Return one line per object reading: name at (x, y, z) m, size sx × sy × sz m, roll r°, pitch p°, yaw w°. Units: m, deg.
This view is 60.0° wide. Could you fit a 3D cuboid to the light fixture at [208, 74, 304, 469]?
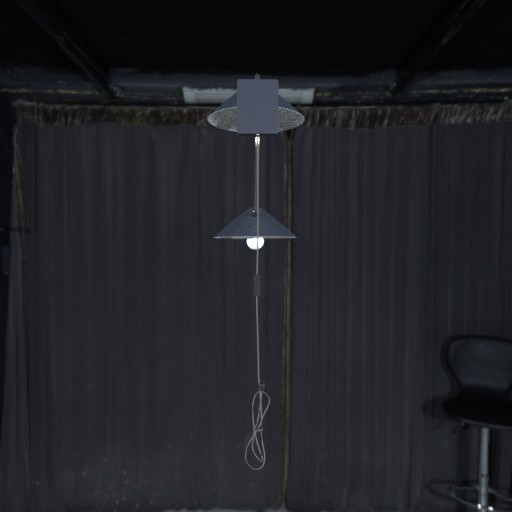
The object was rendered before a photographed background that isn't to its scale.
light fixture at (0.000, 0.000, 0.885) m, size 0.189 × 0.665 × 0.422 m, roll 0°, pitch 1°, yaw -1°
